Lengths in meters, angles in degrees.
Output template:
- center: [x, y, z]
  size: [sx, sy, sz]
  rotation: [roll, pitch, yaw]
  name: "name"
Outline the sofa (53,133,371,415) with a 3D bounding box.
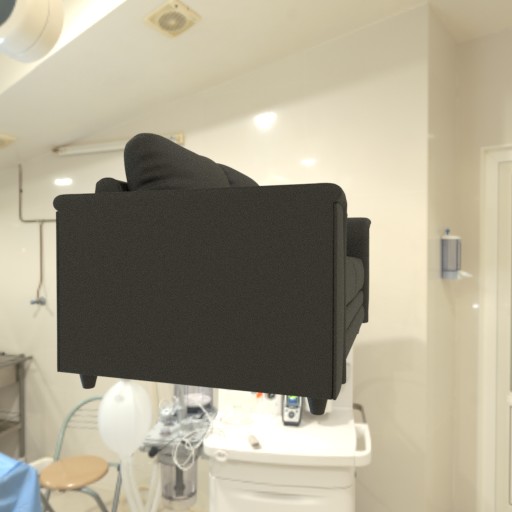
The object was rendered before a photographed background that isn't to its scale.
- center: [0.000, 0.000, 1.895]
  size: [0.887, 0.845, 1.386]
  rotation: [0, 1, 17]
  name: "sofa"
